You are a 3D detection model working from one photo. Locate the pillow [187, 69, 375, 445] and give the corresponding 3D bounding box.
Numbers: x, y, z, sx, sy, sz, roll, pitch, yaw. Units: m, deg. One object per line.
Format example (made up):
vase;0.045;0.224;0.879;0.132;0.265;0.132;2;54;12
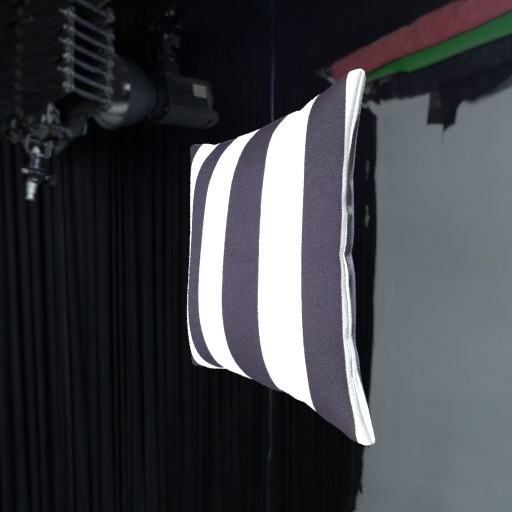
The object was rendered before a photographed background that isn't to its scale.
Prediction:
pillow;0.000;0.000;0.823;0.189;0.526;0.536;0;0;-36
